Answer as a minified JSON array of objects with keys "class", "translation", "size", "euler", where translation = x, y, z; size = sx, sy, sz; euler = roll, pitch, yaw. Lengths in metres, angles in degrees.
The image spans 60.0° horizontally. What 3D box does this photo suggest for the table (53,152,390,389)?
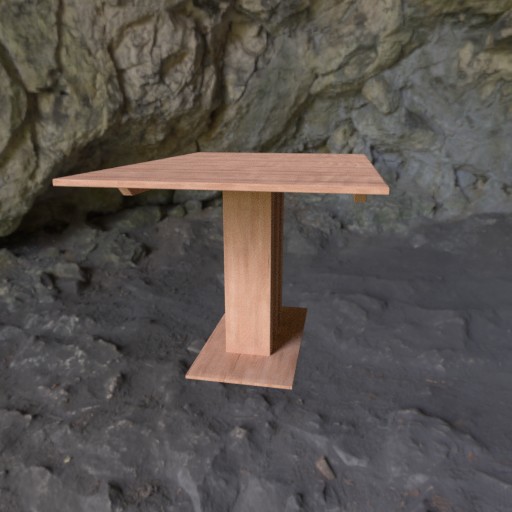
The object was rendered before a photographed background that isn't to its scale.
[{"class":"table","translation":[0.000,0.000,1.864],"size":[0.900,0.770,1.300],"euler":[3,17,10]}]
